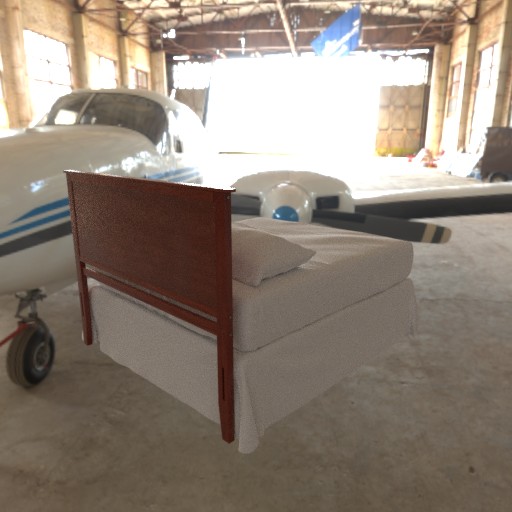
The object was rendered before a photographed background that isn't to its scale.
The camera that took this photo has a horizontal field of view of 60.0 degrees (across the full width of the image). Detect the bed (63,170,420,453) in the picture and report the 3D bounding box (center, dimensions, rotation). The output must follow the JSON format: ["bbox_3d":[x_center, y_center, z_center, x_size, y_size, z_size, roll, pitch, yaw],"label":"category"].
[{"bbox_3d":[0.000,0.000,3.288,1.870,1.270,2.050,14,20,43],"label":"bed"}]
